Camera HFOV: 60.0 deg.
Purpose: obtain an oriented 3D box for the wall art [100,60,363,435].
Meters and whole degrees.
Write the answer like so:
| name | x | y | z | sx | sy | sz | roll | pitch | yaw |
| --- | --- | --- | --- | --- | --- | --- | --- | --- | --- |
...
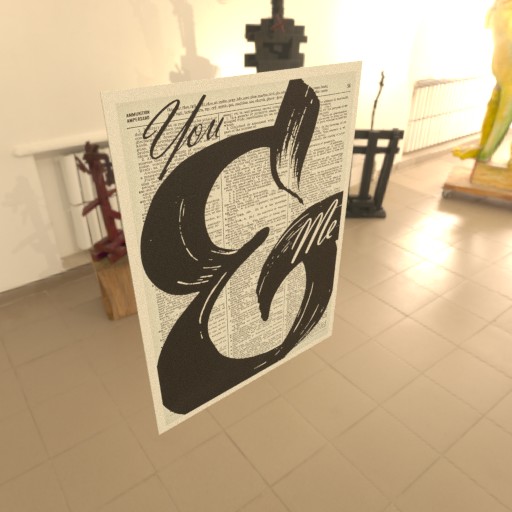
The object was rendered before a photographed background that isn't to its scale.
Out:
| name | x | y | z | sx | sy | sz | roll | pitch | yaw |
| --- | --- | --- | --- | --- | --- | --- | --- | --- | --- |
| wall art | 0.000 | 0.000 | 0.791 | 0.457 | 0.609 | 0.003 | -22 | 37 | -32 |
